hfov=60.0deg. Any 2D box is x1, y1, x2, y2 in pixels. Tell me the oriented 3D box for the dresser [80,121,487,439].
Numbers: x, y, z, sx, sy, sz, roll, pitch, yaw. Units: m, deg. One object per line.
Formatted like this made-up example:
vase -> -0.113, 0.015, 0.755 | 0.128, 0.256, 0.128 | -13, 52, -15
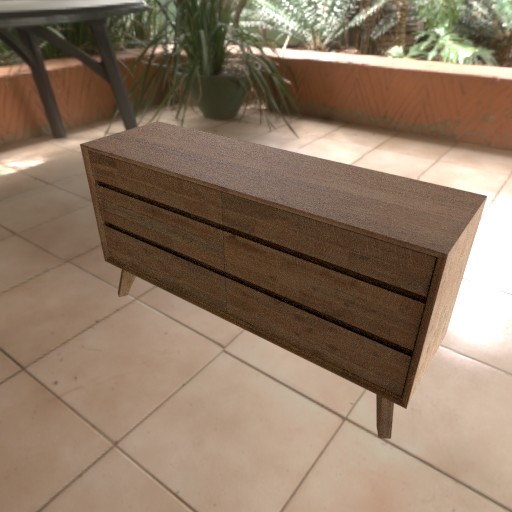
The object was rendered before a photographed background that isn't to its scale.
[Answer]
dresser -> 0.000, 0.000, 1.902 | 1.554, 0.805, 0.455 | 21, 38, 30
